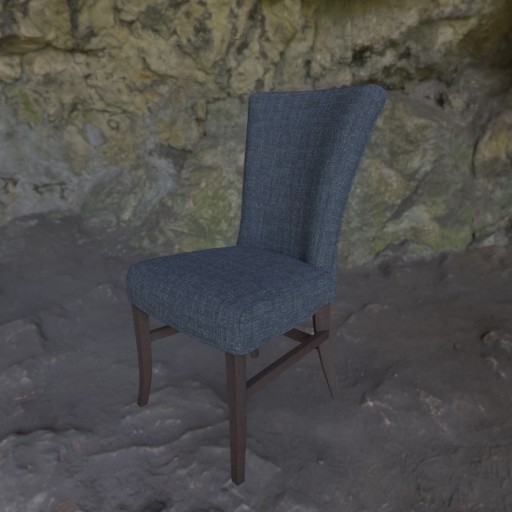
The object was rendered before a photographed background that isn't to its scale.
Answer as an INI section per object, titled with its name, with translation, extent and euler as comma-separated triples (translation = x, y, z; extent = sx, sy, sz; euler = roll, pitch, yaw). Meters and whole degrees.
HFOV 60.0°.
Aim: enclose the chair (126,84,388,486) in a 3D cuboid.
[chair]
translation = 0.000, 0.000, 1.361
extent = 0.660, 0.991, 0.520
euler = -15, 22, -43
